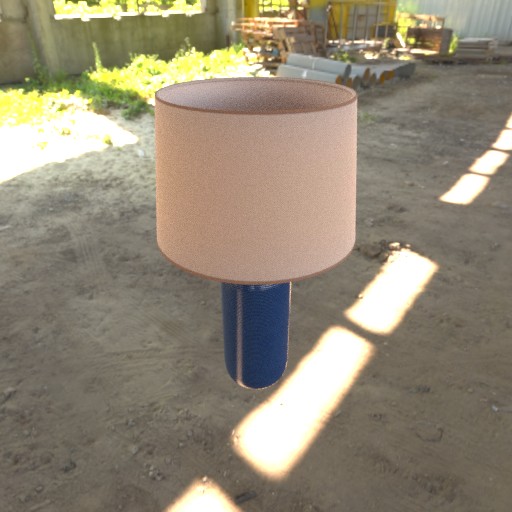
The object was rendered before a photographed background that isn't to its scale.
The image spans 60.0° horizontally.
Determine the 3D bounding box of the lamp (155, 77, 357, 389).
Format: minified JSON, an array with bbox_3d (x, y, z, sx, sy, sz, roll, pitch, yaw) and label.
[{"bbox_3d":[0.000,0.000,0.861,0.367,0.609,0.367,0,29,0],"label":"lamp"}]
